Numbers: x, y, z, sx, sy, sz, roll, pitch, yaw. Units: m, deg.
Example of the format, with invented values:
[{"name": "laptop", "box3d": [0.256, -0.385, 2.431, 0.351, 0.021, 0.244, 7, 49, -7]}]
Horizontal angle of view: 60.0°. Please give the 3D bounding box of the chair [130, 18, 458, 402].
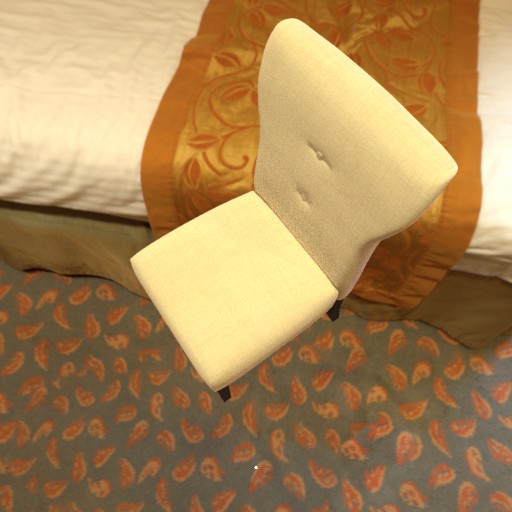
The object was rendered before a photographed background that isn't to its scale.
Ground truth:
[{"name": "chair", "box3d": [0.000, 0.000, 1.221, 0.597, 0.921, 0.509, -33, 69, -14]}]
